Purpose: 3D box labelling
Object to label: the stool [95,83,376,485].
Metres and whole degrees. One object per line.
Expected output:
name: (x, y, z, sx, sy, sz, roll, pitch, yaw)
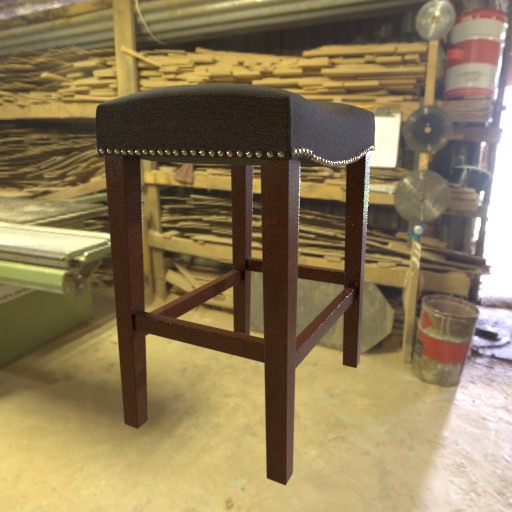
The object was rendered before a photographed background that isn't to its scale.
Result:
stool: (0.000, 0.000, 0.954, 0.372, 0.654, 0.504, 8, 17, 26)
